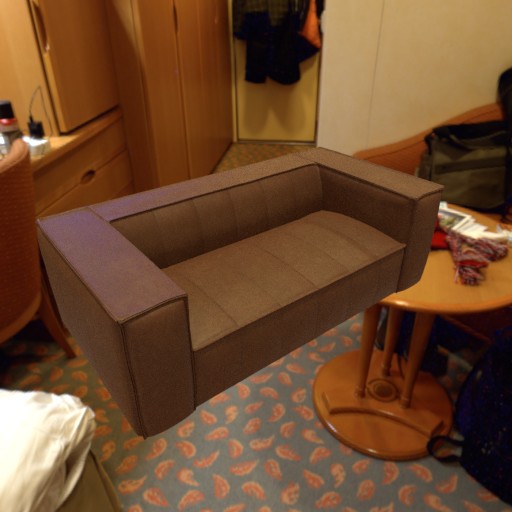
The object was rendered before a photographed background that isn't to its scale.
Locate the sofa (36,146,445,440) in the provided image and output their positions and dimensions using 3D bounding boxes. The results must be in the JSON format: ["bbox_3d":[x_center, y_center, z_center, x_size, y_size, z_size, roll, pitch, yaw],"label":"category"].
[{"bbox_3d":[0.000,0.000,2.595,2.088,0.703,1.102,-22,37,-32],"label":"sofa"}]
